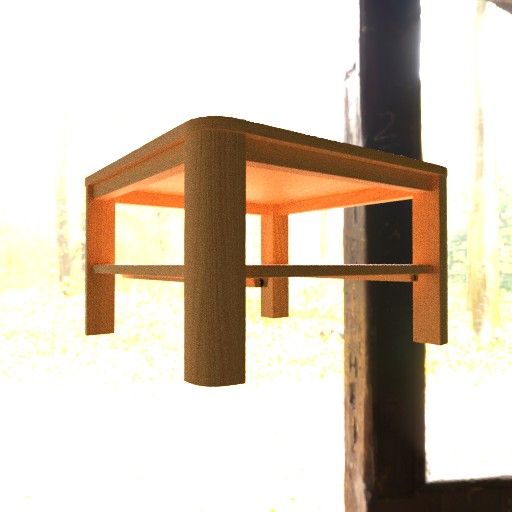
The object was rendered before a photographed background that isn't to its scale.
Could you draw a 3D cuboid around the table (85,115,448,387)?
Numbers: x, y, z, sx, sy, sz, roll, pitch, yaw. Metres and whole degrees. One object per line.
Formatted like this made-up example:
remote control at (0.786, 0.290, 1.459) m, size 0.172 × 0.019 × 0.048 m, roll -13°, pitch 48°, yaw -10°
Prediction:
table at (0.000, 0.000, 1.229) m, size 0.750 × 0.450 × 0.750 m, roll 1°, pitch -1°, yaw -36°
